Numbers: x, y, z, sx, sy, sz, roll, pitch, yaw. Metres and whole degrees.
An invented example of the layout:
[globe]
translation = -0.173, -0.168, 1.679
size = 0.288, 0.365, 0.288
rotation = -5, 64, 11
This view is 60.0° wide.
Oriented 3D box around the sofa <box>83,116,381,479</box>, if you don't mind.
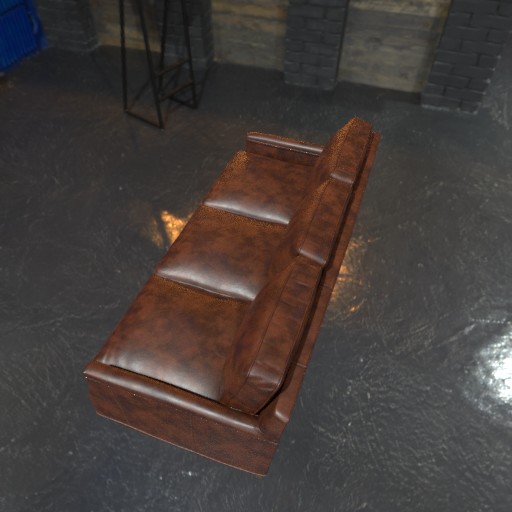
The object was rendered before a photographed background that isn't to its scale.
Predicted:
[sofa]
translation = 0.000, 0.000, 2.768
size = 1.084, 1.003, 2.240
rotation = 15, 49, 13
